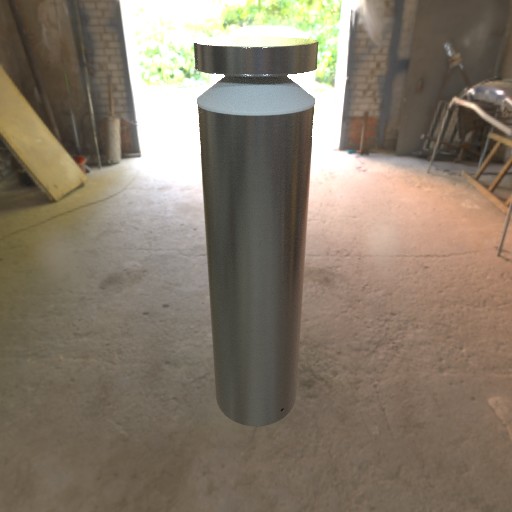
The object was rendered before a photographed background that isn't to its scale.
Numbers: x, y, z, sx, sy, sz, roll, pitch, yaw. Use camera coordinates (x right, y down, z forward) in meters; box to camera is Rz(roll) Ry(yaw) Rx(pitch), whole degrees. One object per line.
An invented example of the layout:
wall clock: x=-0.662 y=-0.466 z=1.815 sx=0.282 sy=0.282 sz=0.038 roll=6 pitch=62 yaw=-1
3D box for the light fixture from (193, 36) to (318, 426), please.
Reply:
light fixture: x=0.000 y=0.000 z=0.457 sx=0.102 sy=0.400 sz=0.102 roll=-21 pitch=37 yaw=-32
